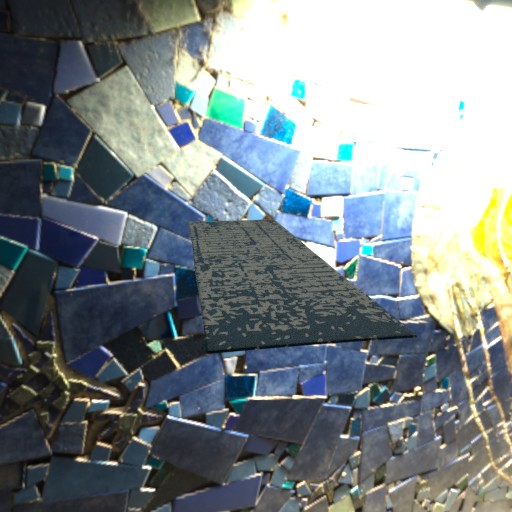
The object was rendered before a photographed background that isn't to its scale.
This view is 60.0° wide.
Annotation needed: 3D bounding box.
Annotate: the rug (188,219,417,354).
[{"bbox_3d":[0.000,0.000,2.679,0.750,0.011,2.435,-3,15,-9],"label":"rug"}]
